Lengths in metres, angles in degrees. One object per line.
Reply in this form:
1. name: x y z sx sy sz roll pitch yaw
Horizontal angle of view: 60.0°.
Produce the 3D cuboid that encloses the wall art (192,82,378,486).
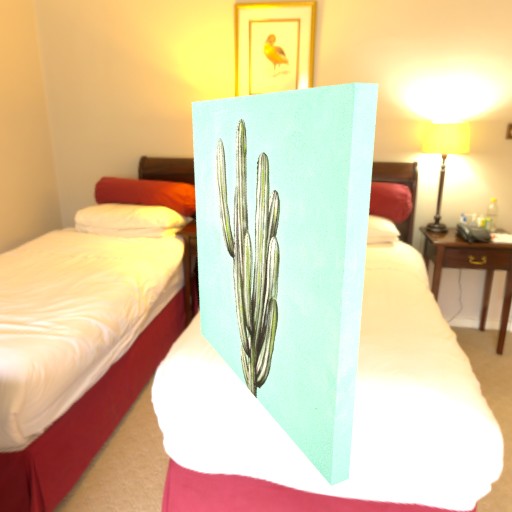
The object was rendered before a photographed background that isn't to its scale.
1. wall art: 0.000 0.000 0.885 0.036 0.603 0.603 -8 19 -26
